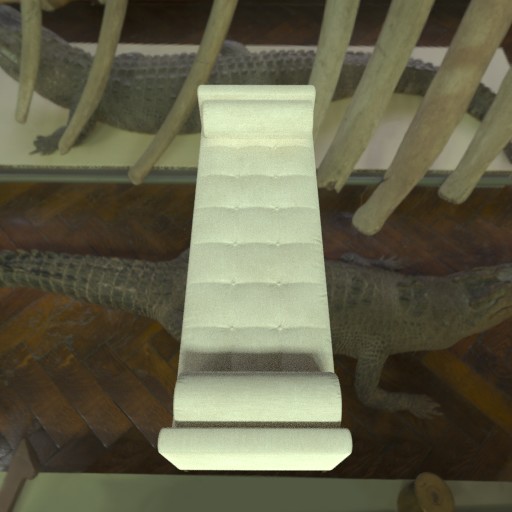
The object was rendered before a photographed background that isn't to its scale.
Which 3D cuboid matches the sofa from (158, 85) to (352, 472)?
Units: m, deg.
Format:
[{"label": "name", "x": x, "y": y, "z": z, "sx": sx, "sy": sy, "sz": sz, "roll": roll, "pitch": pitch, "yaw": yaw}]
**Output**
[{"label": "sofa", "x": 0.000, "y": 0.000, "z": 2.309, "sx": 0.686, "sy": 0.635, "sz": 1.981, "roll": 0, "pitch": 58, "yaw": 0}]
